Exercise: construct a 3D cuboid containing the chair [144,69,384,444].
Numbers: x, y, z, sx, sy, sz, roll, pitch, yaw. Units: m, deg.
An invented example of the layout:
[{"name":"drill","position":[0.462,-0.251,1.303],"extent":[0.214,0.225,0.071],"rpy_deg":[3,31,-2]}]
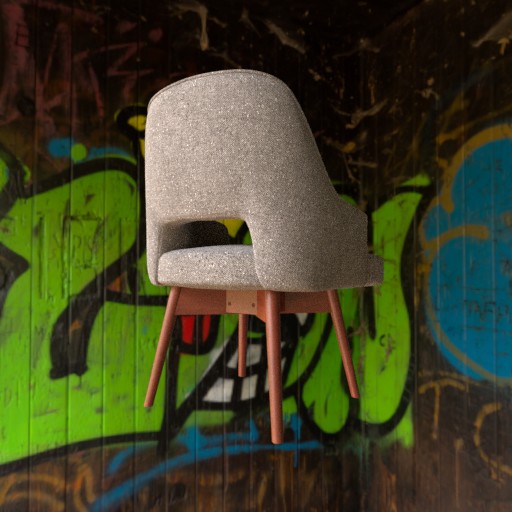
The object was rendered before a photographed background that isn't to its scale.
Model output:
[{"name":"chair","position":[0.000,0.000,1.344],"extent":[0.608,0.875,0.629],"rpy_deg":[-1,-2,36]}]
